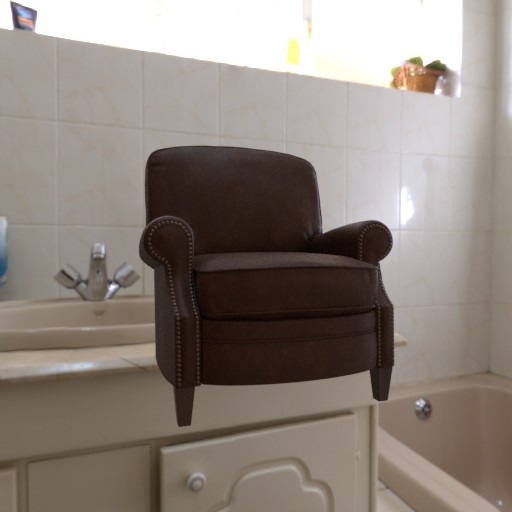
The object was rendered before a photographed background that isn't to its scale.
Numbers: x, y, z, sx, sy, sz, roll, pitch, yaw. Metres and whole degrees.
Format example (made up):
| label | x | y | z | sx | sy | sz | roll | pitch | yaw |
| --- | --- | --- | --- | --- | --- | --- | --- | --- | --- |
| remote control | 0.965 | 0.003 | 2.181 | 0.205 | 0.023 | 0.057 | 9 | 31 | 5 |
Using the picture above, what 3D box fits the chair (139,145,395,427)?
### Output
| label | x | y | z | sx | sy | sz | roll | pitch | yaw |
| --- | --- | --- | --- | --- | --- | --- | --- | --- | --- |
| chair | 0.000 | 0.000 | 1.809 | 0.936 | 1.018 | 0.986 | 0 | 2 | -18 |
